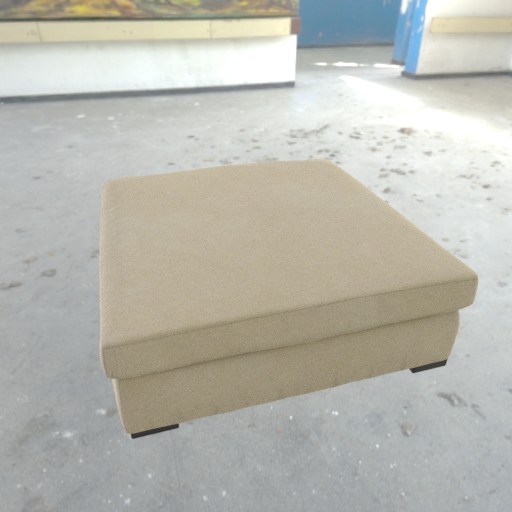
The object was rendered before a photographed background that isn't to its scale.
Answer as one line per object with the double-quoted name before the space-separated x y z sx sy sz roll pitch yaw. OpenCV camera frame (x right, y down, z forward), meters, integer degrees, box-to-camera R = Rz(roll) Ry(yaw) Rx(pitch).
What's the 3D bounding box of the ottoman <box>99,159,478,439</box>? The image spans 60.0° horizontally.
"ottoman" 0.000 0.000 1.843 1.205 0.522 1.190 -9 32 -14
